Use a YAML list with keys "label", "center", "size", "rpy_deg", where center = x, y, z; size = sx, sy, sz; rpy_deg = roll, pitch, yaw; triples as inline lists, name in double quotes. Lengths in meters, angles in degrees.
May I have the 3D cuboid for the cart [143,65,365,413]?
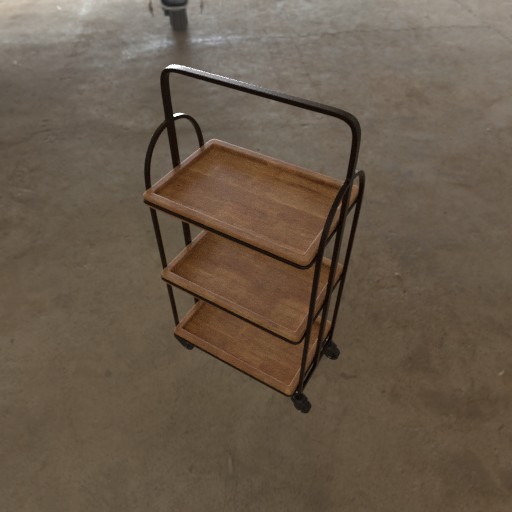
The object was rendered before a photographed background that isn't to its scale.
- label: "cart"
  center: [0.000, 0.000, 1.281]
  size: [0.553, 1.001, 0.327]
  rpy_deg: [23, 50, 21]
